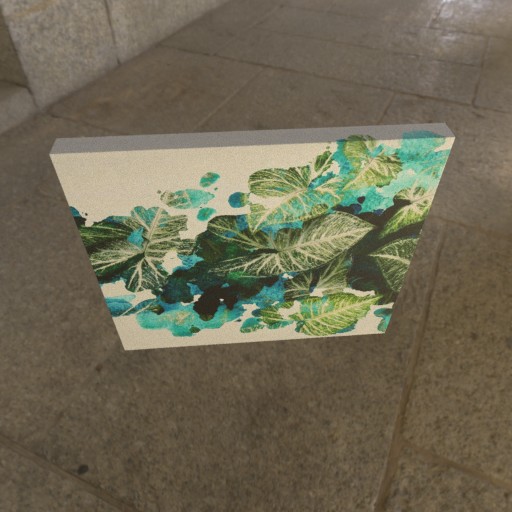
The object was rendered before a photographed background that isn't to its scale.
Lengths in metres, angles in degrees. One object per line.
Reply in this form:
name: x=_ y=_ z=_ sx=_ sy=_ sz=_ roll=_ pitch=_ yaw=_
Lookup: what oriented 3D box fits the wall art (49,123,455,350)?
wall art: x=0.000 y=0.000 z=0.721 sx=0.507 sy=0.435 sz=0.041 roll=-3 pitch=46 yaw=-3
